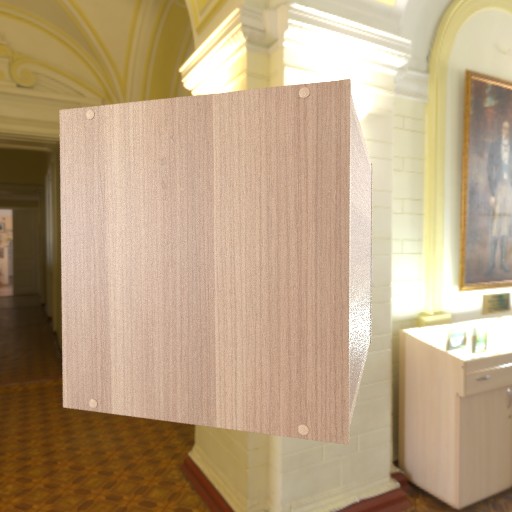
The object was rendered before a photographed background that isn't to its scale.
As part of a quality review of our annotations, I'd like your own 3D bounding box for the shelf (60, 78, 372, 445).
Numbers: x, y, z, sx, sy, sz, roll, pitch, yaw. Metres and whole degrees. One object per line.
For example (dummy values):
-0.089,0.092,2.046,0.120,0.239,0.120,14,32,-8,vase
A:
0.000,0.000,0.609,0.290,0.305,0.415,0,2,17,shelf
